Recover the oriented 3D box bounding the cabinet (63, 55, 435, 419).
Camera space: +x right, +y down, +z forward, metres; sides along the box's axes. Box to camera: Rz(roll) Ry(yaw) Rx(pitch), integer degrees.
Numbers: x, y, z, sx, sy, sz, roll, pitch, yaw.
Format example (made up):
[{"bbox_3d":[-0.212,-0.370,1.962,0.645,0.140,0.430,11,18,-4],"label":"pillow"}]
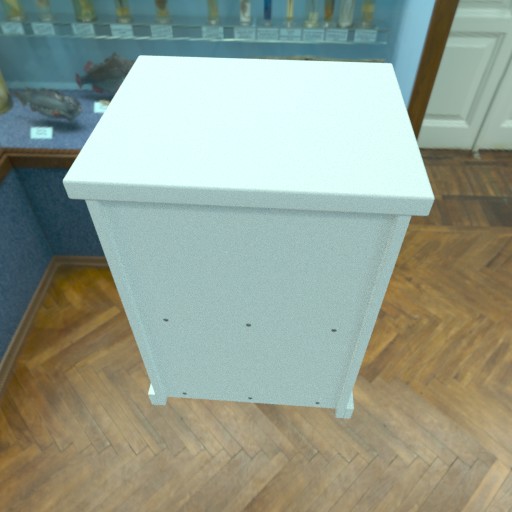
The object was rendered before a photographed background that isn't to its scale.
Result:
[{"bbox_3d":[0.000,0.000,1.023,0.520,0.723,0.431,3,47,3],"label":"cabinet"}]
